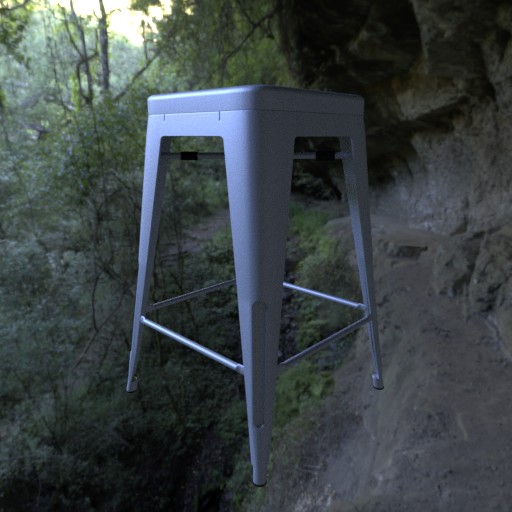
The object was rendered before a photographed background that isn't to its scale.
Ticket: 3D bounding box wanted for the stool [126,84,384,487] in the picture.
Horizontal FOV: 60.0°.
[{"bbox_3d":[0.000,0.000,0.894,0.406,0.610,0.406,14,21,42],"label":"stool"}]
